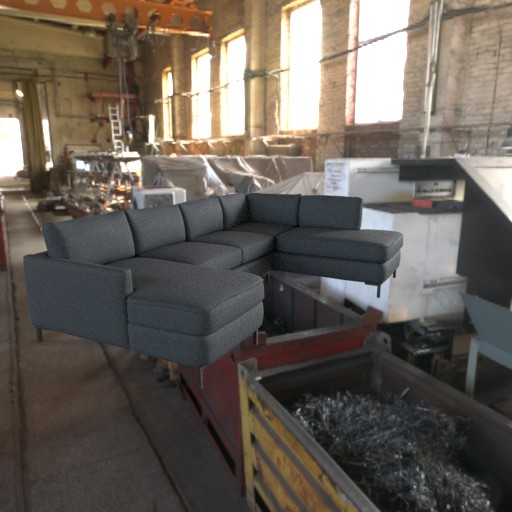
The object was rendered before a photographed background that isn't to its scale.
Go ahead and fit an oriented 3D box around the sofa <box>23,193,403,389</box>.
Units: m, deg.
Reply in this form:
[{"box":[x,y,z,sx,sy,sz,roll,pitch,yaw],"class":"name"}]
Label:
[{"box":[0.000,0.000,3.804,1.984,0.858,2.975,7,14,27],"class":"sofa"}]
